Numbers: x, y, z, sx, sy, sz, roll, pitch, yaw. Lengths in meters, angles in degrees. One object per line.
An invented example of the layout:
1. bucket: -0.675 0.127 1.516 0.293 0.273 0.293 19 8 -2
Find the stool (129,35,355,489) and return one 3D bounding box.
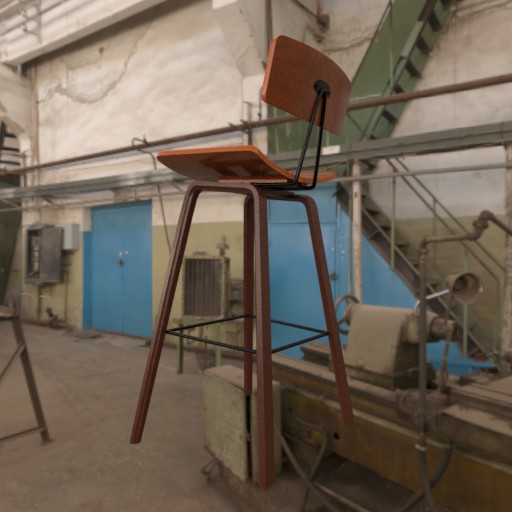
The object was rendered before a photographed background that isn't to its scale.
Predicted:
1. stool: 0.000 0.000 1.214 0.440 0.969 0.509 1 1 37
